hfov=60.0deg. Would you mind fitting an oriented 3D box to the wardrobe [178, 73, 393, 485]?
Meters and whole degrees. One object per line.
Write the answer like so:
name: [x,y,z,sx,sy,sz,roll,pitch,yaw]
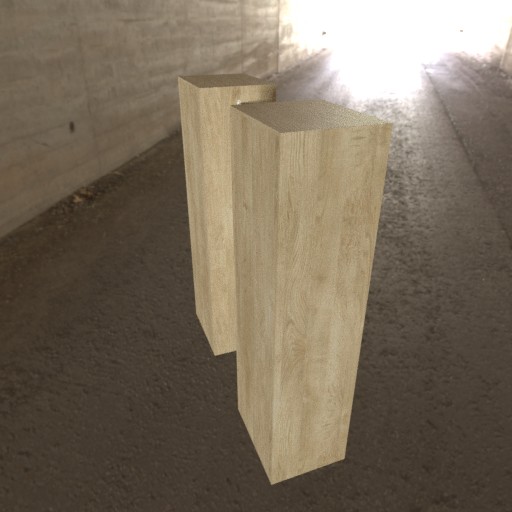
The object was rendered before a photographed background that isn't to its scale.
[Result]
wardrobe: [0.000,0.000,2.870,0.480,2.000,1.770,-10,30,-18]
